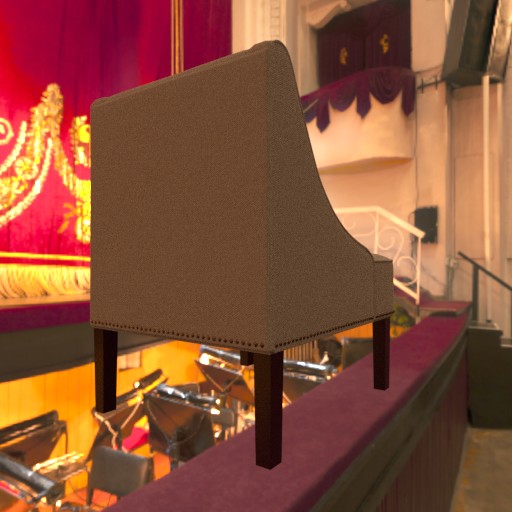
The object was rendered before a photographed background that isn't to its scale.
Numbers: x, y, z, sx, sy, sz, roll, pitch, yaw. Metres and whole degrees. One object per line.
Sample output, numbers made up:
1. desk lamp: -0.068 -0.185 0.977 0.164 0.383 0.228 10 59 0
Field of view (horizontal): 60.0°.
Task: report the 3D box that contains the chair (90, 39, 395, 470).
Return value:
1. chair: 0.000 0.000 1.349 0.628 0.872 0.748 0 0 36
